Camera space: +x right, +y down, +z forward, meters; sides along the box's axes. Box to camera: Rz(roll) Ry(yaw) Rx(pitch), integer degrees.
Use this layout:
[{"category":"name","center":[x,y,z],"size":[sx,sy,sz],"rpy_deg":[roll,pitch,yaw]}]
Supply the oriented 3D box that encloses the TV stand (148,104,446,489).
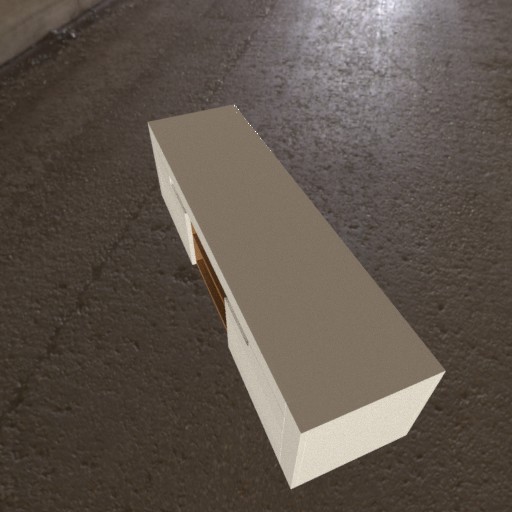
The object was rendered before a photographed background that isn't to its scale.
[{"category":"TV stand","center":[0.000,0.000,1.702],"size":[0.410,0.440,1.500],"rpy_deg":[-17,49,-16]}]
